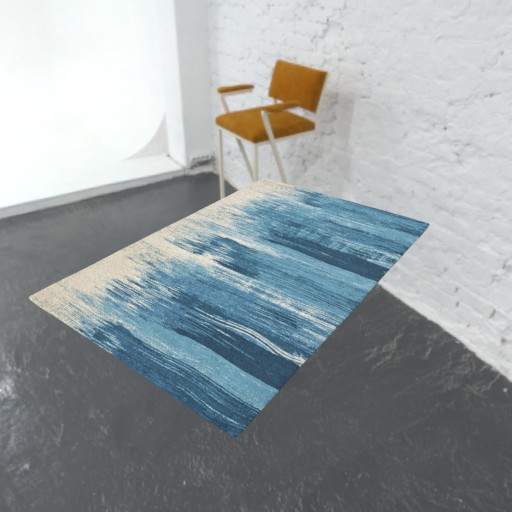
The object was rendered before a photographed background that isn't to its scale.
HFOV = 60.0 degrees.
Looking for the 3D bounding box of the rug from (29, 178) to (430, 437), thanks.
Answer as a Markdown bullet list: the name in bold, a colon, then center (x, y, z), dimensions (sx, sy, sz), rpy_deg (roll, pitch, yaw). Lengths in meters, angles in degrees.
- **rug**: center (0.000, 0.000, 2.326), dimensions (1.232, 0.009, 1.836), rpy_deg (21, 37, 31)
